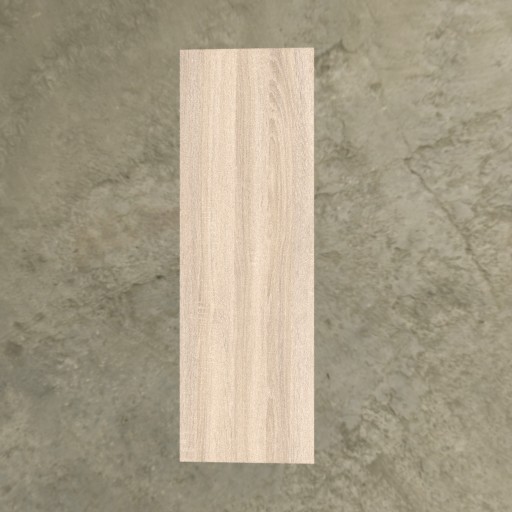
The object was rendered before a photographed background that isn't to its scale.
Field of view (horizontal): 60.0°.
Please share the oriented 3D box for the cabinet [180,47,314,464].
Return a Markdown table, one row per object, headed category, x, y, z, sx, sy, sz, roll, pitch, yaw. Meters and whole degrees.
| category | x | y | z | sx | sy | sz | roll | pitch | yaw |
| --- | --- | --- | --- | --- | --- | --- | --- | --- | --- |
| cabinet | 0.000 | 0.000 | 3.031 | 0.620 | 2.060 | 1.870 | 0 | 90 | 2 |
